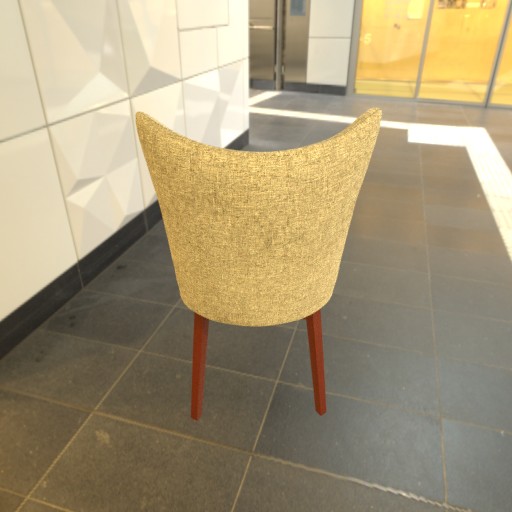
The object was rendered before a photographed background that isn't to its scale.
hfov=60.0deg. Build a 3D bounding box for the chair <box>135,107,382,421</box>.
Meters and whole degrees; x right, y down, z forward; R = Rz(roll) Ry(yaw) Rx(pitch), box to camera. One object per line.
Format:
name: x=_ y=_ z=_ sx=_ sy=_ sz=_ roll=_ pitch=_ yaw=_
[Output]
chair: x=0.000 y=0.000 z=1.329 sx=0.535 sy=0.924 sz=0.623 roll=-1 pitch=30 yaw=-2
